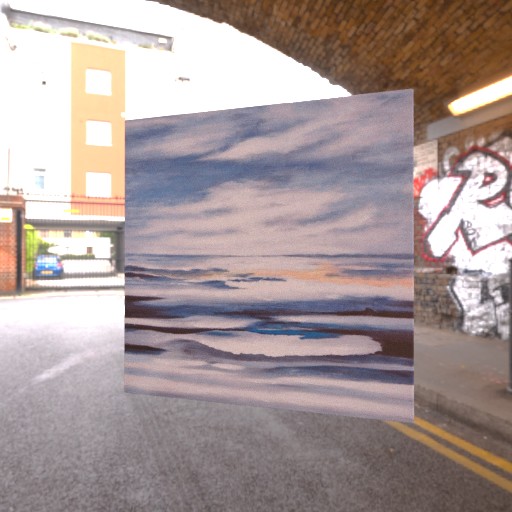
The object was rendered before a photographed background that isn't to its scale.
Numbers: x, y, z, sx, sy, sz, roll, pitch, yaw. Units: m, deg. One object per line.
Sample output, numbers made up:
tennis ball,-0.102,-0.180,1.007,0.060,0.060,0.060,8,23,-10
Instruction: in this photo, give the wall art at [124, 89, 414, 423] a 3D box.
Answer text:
wall art,0.000,0.000,1.115,0.747,0.747,0.035,0,0,18
